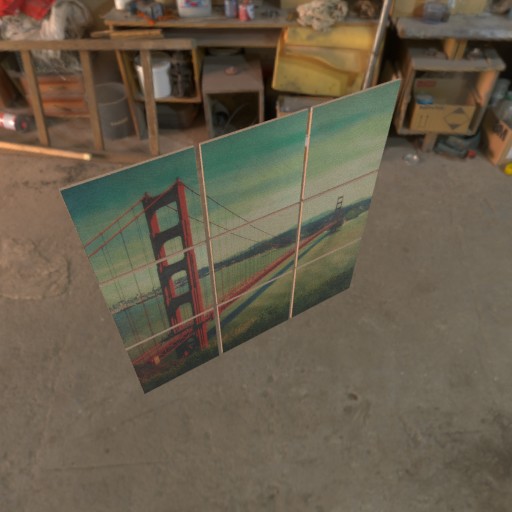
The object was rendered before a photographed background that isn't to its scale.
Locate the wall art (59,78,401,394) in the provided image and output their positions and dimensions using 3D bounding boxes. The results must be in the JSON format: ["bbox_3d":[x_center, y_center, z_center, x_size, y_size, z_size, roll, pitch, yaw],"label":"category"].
[{"bbox_3d":[0.000,0.000,2.286,1.519,1.507,0.014,-24,52,-20],"label":"wall art"}]
